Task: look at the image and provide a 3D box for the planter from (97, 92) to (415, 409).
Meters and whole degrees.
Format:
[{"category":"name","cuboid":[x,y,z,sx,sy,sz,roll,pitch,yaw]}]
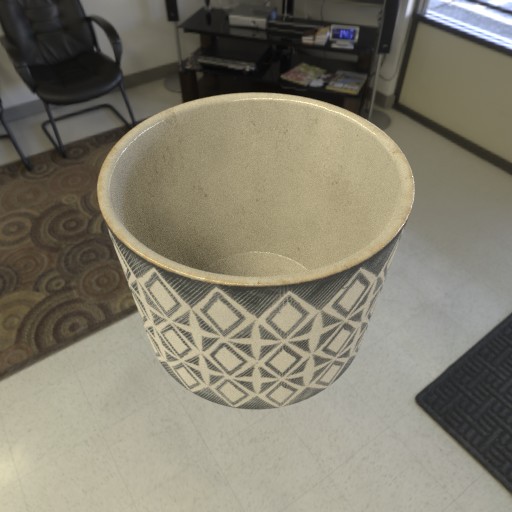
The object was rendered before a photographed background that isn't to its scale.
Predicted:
[{"category":"planter","cuboid":[0.000,0.000,0.335,0.192,0.165,0.192,0,47,0]}]
